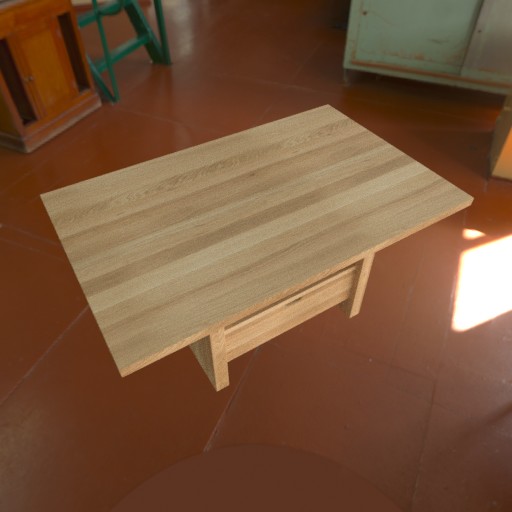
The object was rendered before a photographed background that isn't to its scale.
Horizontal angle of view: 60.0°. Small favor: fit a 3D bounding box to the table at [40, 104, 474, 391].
[{"bbox_3d":[0.000,0.000,1.511,1.100,0.510,0.700,-24,50,-22],"label":"table"}]
